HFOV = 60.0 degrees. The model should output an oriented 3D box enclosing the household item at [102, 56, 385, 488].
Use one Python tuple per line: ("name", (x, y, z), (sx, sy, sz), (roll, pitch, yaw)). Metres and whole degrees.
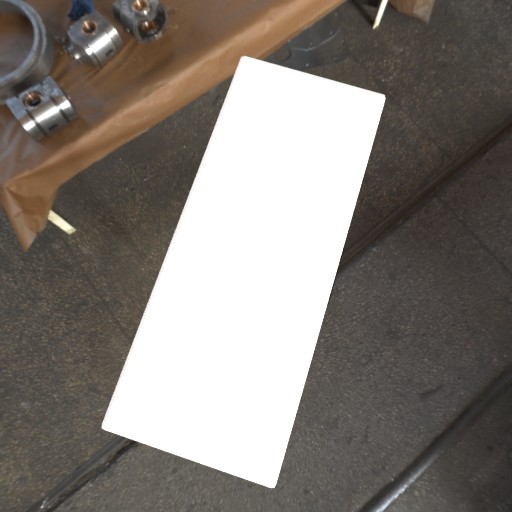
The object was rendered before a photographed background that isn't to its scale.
("household item", (0.000, 0.000, 2.157), (0.787, 0.356, 1.905), (17, 77, 4))
